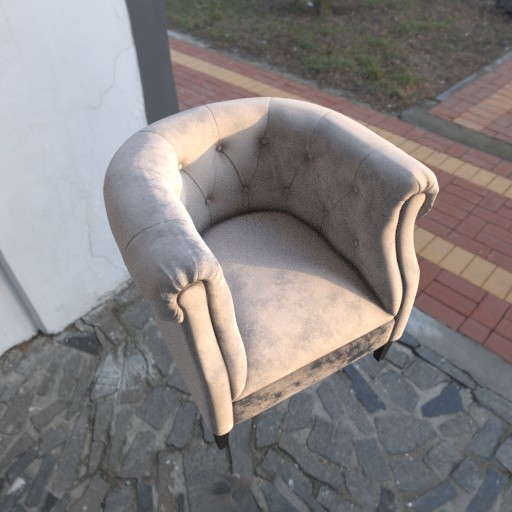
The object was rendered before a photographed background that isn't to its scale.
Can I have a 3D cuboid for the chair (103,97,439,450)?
[{"bbox_3d":[0.000,0.000,1.567,0.904,0.826,0.851,-22,49,-20],"label":"chair"}]
